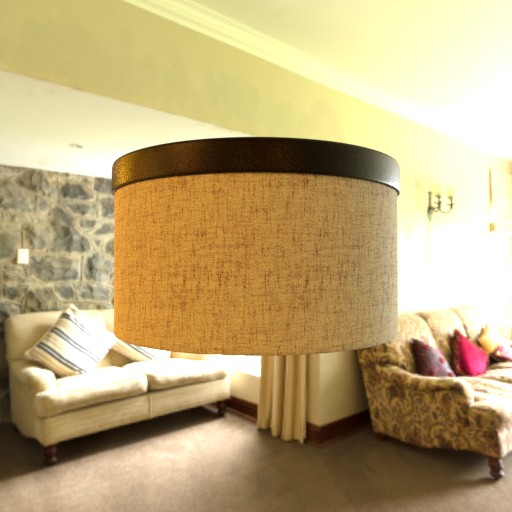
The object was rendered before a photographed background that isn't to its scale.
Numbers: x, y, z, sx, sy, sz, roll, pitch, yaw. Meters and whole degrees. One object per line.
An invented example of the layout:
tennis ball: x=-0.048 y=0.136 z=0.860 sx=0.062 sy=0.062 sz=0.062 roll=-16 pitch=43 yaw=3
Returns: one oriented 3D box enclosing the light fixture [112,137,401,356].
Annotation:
light fixture: x=0.000 y=0.000 z=0.627 sx=0.389 sy=0.229 sz=0.389 roll=0 pitch=-1 yaw=0
